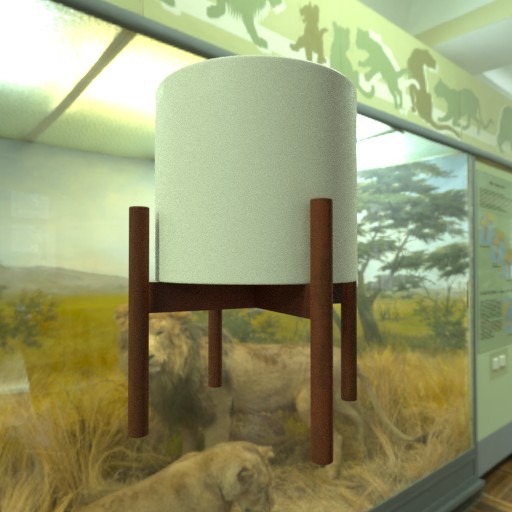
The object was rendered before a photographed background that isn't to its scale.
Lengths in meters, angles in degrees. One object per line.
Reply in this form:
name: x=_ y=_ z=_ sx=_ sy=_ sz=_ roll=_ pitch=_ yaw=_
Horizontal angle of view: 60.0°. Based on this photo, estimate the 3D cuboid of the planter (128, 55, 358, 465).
planter: x=0.000 y=0.000 z=0.502 sx=0.224 sy=0.358 sz=0.224 roll=0 pitch=-1 yaw=19
